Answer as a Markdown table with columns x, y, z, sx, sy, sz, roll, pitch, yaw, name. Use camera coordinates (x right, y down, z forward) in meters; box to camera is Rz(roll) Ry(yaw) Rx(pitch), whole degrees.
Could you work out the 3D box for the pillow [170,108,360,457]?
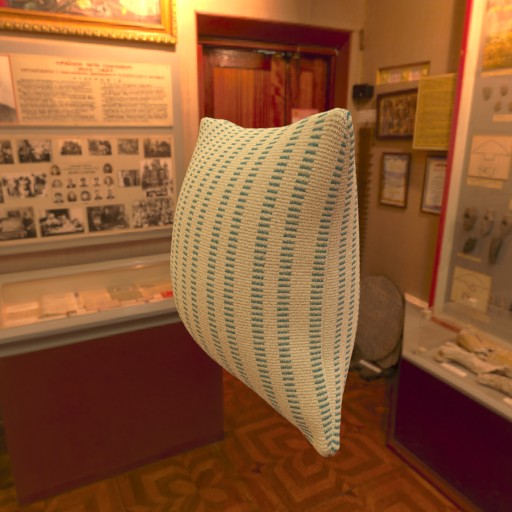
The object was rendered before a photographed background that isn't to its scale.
| x | y | z | sx | sy | sz | roll | pitch | yaw | name |
| --- | --- | --- | --- | --- | --- | --- | --- | --- | --- |
| 0.000 | 0.000 | 0.684 | 0.247 | 0.419 | 0.438 | -8 | 18 | -24 | pillow |
